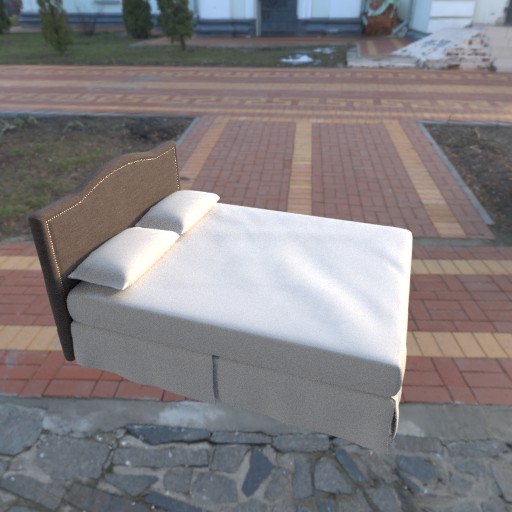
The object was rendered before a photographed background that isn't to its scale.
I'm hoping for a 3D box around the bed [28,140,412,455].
[{"bbox_3d":[0.000,0.000,3.845,2.689,1.457,2.161,10,31,16],"label":"bed"}]
